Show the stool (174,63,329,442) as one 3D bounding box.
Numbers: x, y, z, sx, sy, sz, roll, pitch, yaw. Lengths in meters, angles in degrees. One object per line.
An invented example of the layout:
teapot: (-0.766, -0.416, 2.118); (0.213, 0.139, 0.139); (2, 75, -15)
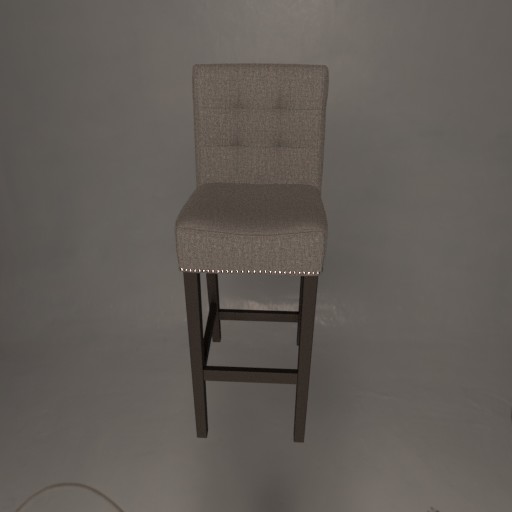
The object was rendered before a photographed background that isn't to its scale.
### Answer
stool: (0.000, 0.000, 1.381); (0.411, 1.047, 0.548); (2, 31, 3)
